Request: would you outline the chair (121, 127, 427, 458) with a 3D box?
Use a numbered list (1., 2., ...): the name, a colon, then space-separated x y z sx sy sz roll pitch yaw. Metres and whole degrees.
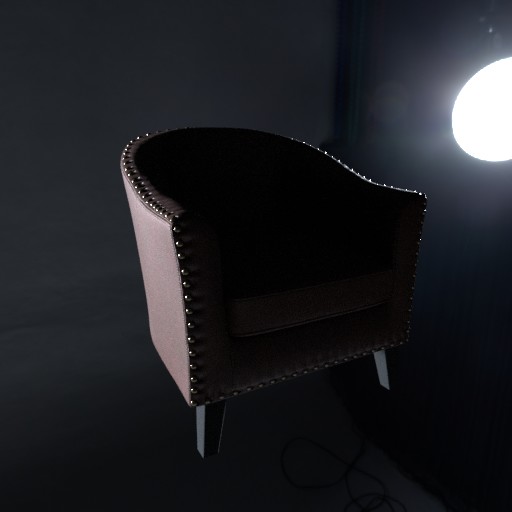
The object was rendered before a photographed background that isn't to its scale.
1. chair: 0.000 0.000 1.463 0.794 0.823 0.748 -9 18 -28
